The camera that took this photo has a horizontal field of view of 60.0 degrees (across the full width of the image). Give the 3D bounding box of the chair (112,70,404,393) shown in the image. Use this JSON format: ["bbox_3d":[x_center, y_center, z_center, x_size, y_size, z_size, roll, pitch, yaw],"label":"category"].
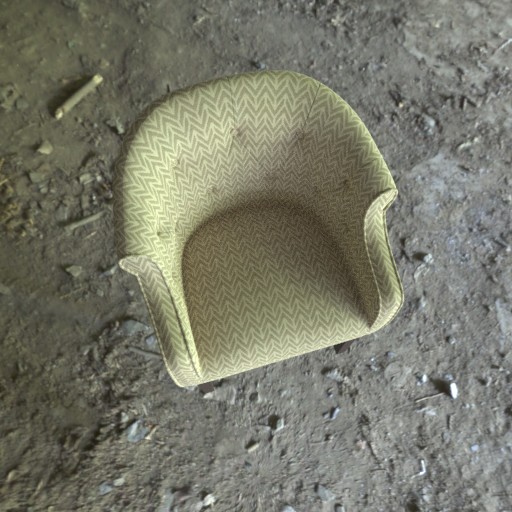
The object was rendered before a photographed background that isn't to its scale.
[{"bbox_3d":[0.000,0.000,1.316,0.686,0.858,0.613,-15,64,-7],"label":"chair"}]
